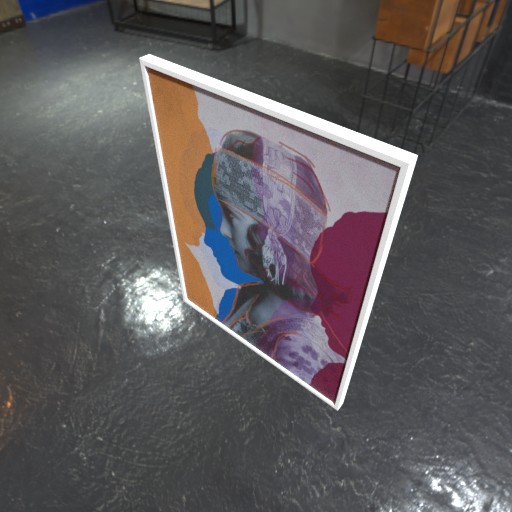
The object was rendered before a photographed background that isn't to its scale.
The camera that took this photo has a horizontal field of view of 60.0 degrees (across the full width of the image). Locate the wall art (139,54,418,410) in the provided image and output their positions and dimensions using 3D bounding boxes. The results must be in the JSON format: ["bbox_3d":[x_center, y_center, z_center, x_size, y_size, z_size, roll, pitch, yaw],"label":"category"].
[{"bbox_3d":[0.000,0.000,1.413,0.795,1.050,0.039,30,53,26],"label":"wall art"}]
